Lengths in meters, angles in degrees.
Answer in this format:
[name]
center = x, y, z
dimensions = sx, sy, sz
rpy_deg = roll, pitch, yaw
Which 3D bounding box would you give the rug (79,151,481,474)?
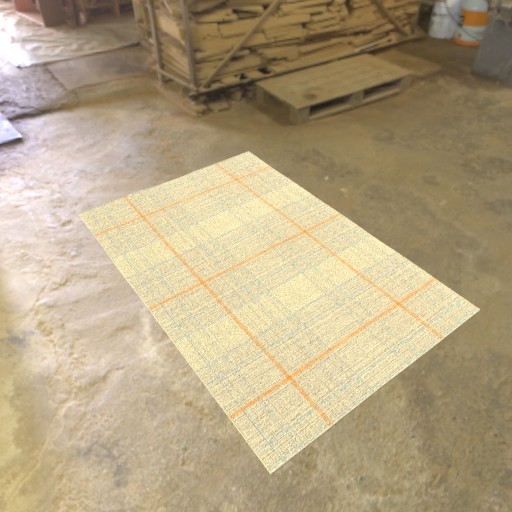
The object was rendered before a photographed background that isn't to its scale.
[rug]
center = 0.000, 0.000, 2.313
dimensions = 1.232, 0.015, 1.825
rpy_deg = -27, 49, -26
